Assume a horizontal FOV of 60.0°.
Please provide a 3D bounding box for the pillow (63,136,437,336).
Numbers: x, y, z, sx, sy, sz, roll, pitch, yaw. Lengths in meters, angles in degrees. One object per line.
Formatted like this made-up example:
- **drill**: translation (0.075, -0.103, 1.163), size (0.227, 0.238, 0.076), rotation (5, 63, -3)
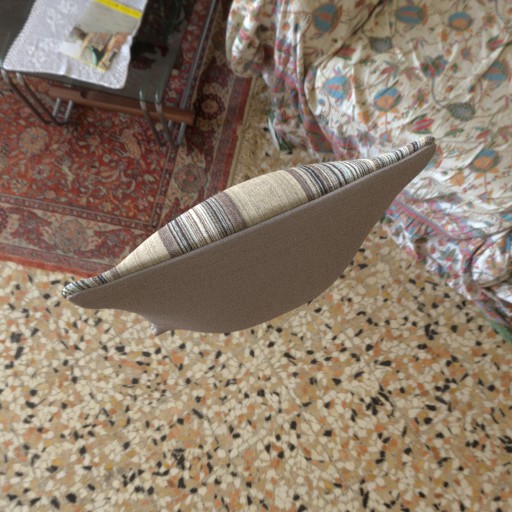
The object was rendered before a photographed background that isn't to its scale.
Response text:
- **pillow**: translation (0.000, 0.000, 0.665), size (0.435, 0.416, 0.189), rotation (-23, 77, -6)
